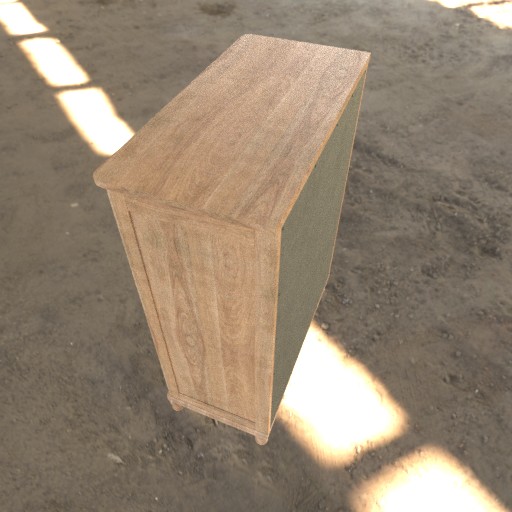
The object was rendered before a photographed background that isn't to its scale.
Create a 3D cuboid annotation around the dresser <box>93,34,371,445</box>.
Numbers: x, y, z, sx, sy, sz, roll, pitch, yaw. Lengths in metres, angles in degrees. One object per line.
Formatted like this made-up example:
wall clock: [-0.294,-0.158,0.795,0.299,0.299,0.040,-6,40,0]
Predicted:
dresser: [0.000,0.000,1.791,0.484,1.318,0.973,16,49,15]
